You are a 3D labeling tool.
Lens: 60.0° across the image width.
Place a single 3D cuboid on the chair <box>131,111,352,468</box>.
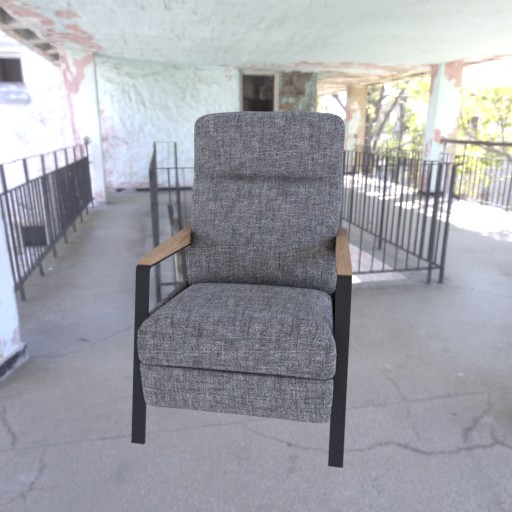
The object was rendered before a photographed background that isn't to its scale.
[{"bbox_3d":[0.000,0.000,1.643,0.671,1.042,0.868,3,16,9],"label":"chair"}]
